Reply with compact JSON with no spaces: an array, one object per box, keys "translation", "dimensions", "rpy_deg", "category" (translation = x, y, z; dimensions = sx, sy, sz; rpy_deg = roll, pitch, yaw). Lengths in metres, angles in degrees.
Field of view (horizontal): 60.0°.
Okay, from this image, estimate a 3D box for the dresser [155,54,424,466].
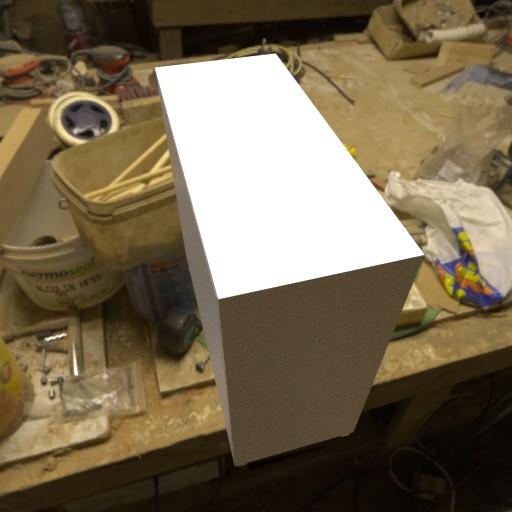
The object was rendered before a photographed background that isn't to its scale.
[{"translation":[0.000,0.000,1.651],"dimensions":[0.460,1.000,1.100],"rpy_deg":[-11,48,-11],"category":"dresser"}]
